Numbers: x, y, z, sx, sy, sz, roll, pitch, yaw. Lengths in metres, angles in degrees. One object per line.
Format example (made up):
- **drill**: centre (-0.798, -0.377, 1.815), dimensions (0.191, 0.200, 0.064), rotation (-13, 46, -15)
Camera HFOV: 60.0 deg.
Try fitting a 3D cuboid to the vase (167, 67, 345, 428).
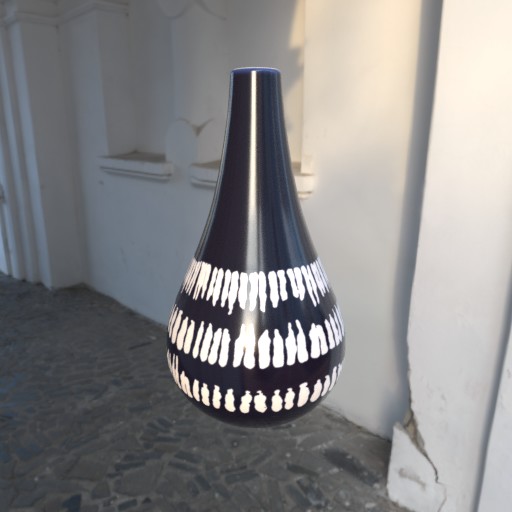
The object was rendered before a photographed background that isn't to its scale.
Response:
- **vase**: centre (0.000, 0.000, 0.379), dimensions (0.159, 0.295, 0.159), rotation (0, 16, 0)
